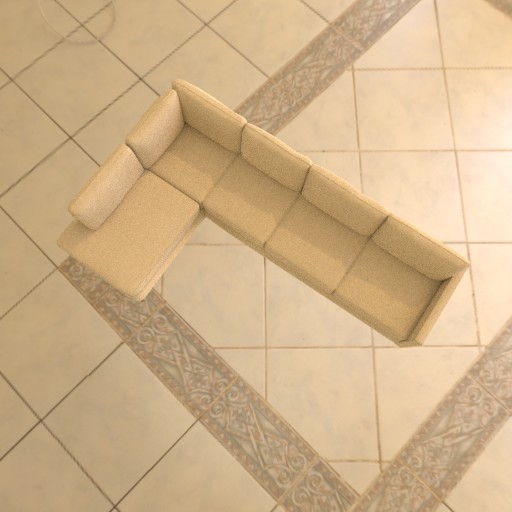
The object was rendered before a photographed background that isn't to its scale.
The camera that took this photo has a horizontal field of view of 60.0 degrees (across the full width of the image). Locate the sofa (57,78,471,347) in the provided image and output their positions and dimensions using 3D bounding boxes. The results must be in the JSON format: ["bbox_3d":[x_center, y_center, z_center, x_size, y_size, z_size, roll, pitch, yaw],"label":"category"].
[{"bbox_3d":[0.000,0.000,4.316,3.384,0.996,2.048,34,79,8],"label":"sofa"}]
